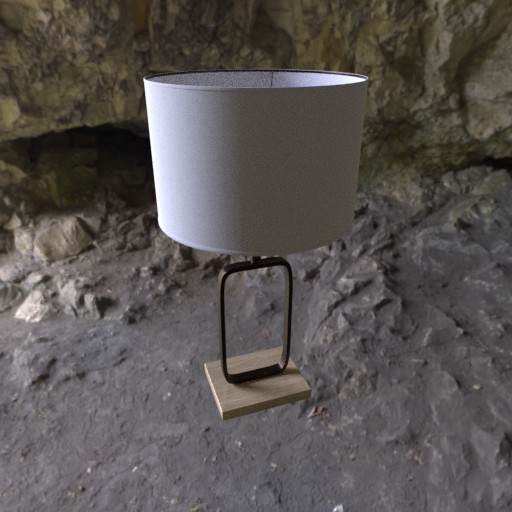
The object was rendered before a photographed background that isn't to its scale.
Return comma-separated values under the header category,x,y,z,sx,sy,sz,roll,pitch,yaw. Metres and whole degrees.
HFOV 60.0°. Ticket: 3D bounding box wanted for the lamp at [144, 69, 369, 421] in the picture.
category,x,y,z,sx,sy,sz,roll,pitch,yaw
lamp,0.000,0.000,0.674,0.279,0.508,0.279,-9,28,-17
